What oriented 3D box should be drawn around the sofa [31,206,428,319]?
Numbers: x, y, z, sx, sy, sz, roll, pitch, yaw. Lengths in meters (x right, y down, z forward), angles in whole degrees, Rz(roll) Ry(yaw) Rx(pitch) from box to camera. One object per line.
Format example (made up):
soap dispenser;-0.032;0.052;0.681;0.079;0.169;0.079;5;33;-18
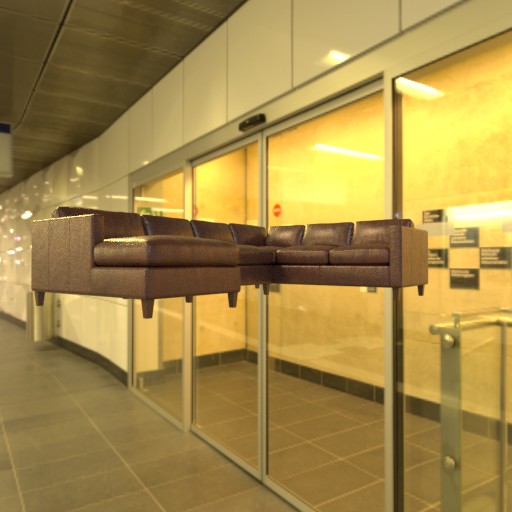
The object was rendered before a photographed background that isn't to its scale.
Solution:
sofa;0.000;0.000;4.475;2.452;0.891;3.324;-1;-1;37
